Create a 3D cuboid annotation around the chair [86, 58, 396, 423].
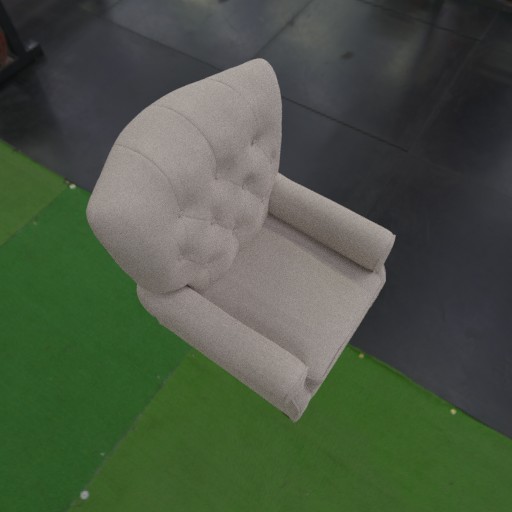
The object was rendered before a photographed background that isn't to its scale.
[{"bbox_3d":[0.000,0.000,1.907,1.025,1.209,0.942,32,65,17],"label":"chair"}]
